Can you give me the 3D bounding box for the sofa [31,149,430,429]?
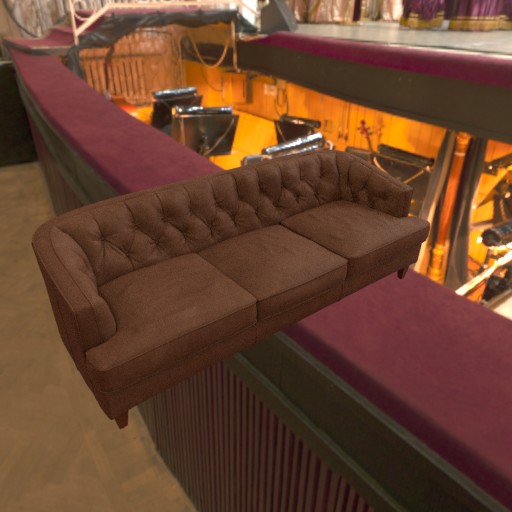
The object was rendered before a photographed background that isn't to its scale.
[{"bbox_3d":[0.000,0.000,2.619,2.227,0.787,0.927,-21,36,-32],"label":"sofa"}]
